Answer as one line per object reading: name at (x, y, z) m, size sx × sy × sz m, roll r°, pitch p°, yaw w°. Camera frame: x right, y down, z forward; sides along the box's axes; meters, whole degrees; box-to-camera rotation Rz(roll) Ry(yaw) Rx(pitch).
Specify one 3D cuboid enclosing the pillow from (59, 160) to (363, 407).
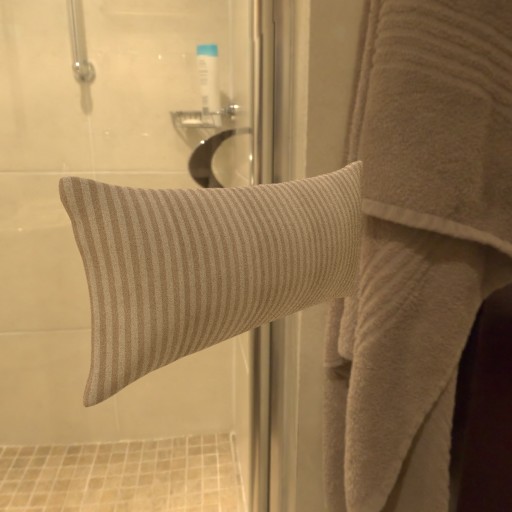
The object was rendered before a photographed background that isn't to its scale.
pillow at (0.000, 0.000, 0.739) m, size 0.617 × 0.295 × 0.151 m, roll -14°, pitch 20°, yaw -43°
